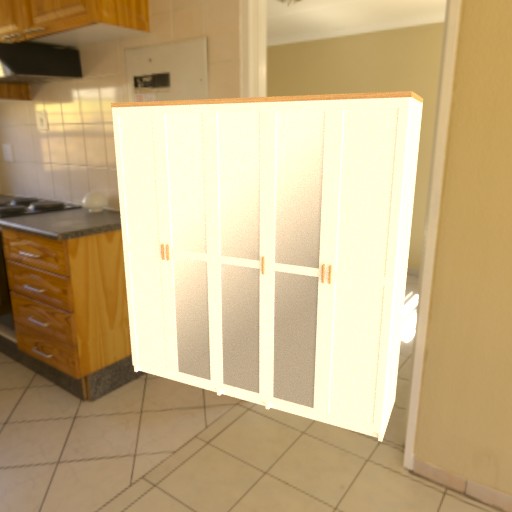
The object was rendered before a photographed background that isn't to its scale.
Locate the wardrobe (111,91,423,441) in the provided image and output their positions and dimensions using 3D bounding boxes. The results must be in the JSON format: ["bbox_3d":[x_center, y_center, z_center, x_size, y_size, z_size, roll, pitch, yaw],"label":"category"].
[{"bbox_3d":[0.000,0.000,3.413,2.160,2.260,0.590,7,17,25],"label":"wardrobe"}]
